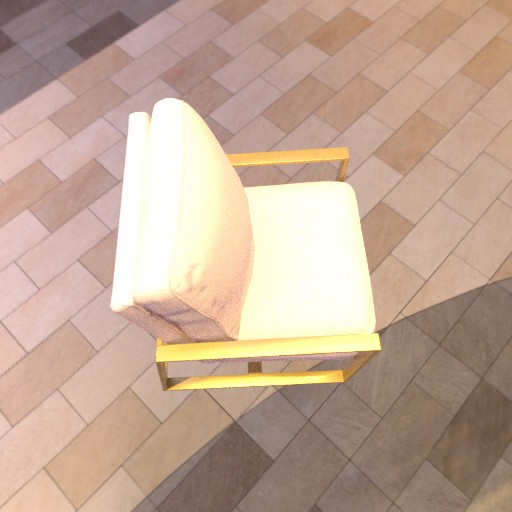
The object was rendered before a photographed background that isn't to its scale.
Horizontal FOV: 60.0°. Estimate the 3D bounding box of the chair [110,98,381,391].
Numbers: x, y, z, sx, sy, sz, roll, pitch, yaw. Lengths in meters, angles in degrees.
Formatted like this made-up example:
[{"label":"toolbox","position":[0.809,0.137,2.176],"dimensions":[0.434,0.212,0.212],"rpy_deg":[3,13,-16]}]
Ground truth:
[{"label":"chair","position":[0.000,0.000,1.577],"dimensions":[0.813,0.956,0.758],"rpy_deg":[-2,65,-1]}]
